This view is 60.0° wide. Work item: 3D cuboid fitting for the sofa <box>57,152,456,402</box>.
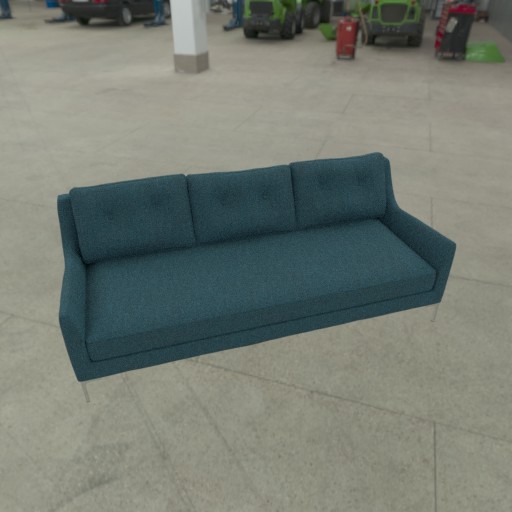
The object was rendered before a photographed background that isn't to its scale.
[{"bbox_3d":[0.000,0.000,2.538,2.060,0.837,0.849,-10,34,-14],"label":"sofa"}]
